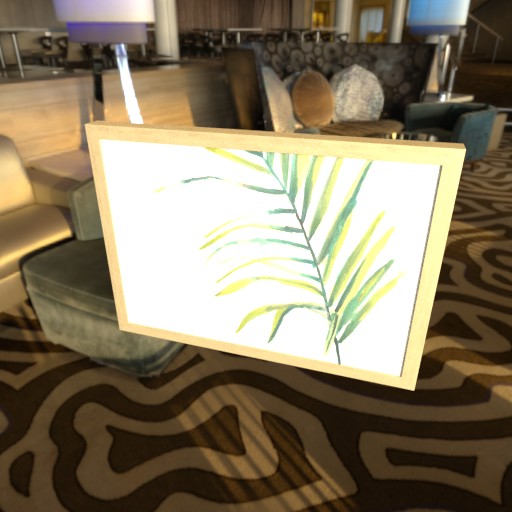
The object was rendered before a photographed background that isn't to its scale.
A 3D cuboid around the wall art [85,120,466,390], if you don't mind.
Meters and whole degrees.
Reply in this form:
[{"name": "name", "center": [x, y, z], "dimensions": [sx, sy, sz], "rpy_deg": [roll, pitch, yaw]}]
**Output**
[{"name": "wall art", "center": [0.000, 0.000, 0.697], "dimensions": [0.532, 0.380, 0.032], "rpy_deg": [8, 28, 15]}]
